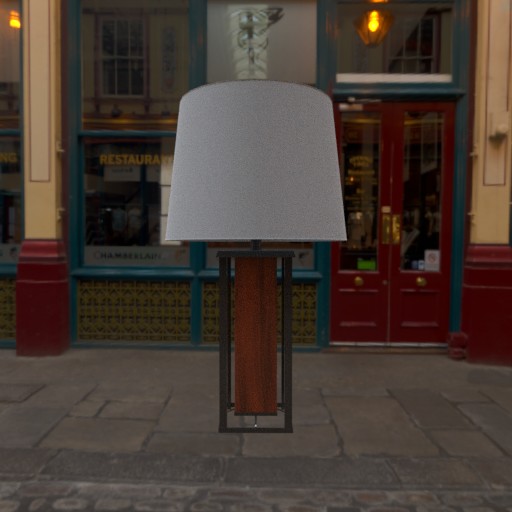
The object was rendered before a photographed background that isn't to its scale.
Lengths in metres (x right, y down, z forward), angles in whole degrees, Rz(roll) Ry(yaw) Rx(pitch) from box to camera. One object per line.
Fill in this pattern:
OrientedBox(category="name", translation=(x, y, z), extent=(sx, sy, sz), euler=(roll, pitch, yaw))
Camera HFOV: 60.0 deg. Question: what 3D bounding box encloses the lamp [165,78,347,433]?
OrientedBox(category="lamp", translation=(0.000, 0.000, 0.796), extent=(0.320, 0.591, 0.320), euler=(0, 1, 0))
